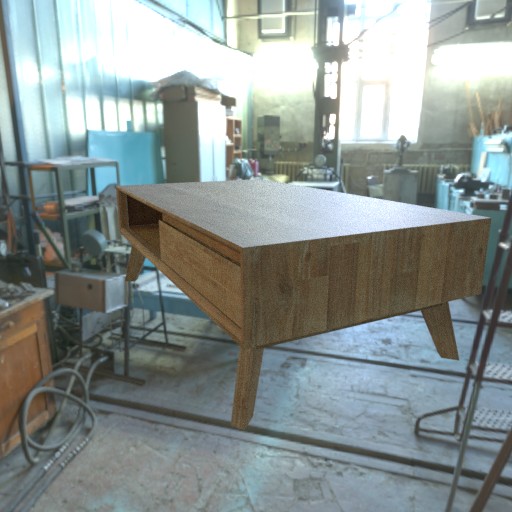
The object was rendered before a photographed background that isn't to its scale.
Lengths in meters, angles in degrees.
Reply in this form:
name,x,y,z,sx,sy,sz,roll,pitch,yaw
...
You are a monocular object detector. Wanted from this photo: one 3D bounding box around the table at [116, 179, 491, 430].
name,x,y,z,sx,sy,sz,roll,pitch,yaw
table,0.000,0.000,2.018,0.918,0.531,1.619,-8,17,-26
